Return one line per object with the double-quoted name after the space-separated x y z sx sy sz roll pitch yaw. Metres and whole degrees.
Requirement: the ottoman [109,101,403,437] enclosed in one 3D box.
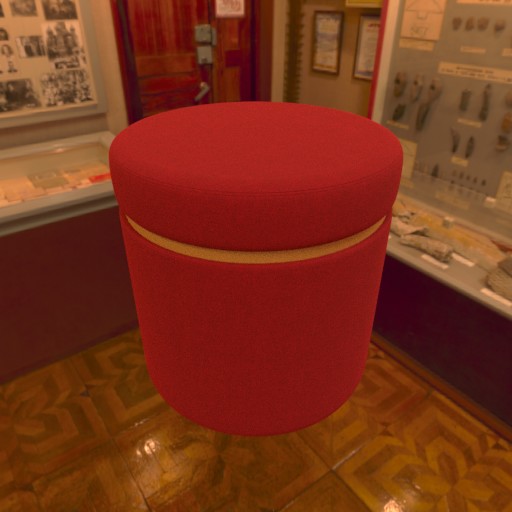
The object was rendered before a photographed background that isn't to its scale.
0.000 0.000 0.718 0.400 0.406 0.400 0 32 0 "ottoman"
